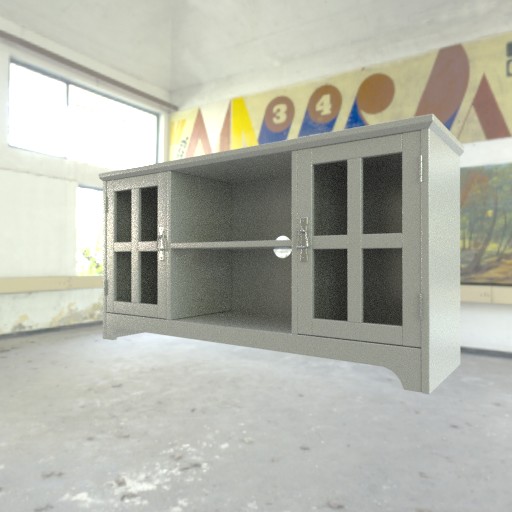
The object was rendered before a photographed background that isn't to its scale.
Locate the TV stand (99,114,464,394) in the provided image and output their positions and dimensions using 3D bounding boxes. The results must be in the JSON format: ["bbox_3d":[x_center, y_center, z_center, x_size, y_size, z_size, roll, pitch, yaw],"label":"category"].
[{"bbox_3d":[0.000,0.000,1.420,1.167,0.603,0.344,0,0,35],"label":"TV stand"}]
